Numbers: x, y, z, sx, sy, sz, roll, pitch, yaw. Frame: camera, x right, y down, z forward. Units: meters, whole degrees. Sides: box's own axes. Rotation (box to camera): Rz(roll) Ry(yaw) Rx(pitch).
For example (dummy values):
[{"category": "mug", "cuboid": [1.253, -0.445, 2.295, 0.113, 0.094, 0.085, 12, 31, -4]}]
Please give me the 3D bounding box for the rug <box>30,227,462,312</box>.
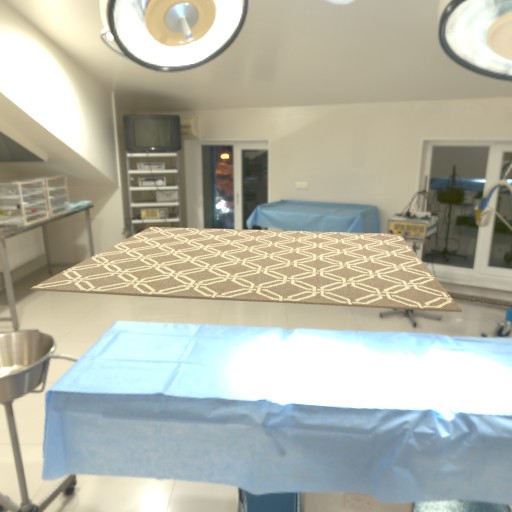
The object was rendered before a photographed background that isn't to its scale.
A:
[{"category": "rug", "cuboid": [0.000, 0.000, 4.015, 2.895, 0.018, 2.288, 2, 15, 8]}]
